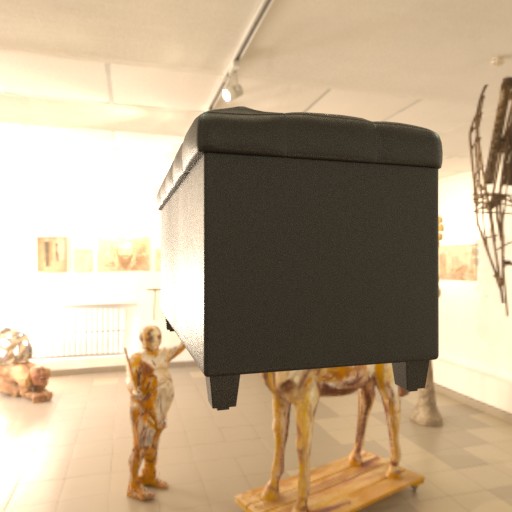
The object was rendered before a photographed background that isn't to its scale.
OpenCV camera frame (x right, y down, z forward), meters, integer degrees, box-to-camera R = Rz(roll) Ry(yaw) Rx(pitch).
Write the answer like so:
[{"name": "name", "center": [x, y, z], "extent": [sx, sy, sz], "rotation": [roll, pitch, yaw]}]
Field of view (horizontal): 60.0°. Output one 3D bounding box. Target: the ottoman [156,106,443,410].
[{"name": "ottoman", "center": [0.000, 0.000, 1.085], "extent": [0.432, 0.470, 0.838], "rotation": [0, 0, -16]}]
